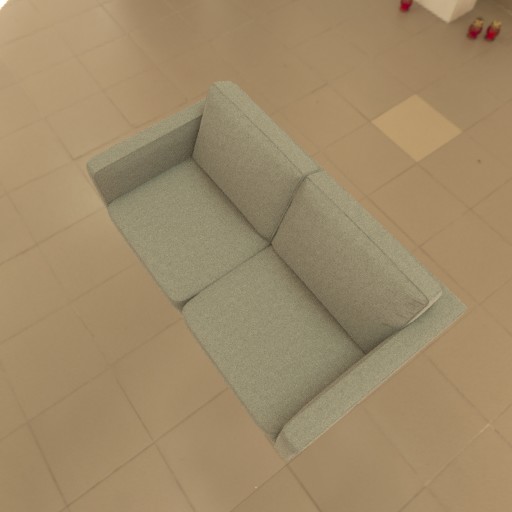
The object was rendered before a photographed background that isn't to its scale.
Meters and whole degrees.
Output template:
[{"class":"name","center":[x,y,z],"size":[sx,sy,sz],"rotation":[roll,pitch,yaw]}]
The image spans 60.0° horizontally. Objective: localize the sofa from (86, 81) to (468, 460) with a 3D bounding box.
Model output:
[{"class":"sofa","center":[0.000,0.000,2.319],"size":[1.000,0.900,1.731],"rotation":[-34,67,-16]}]
